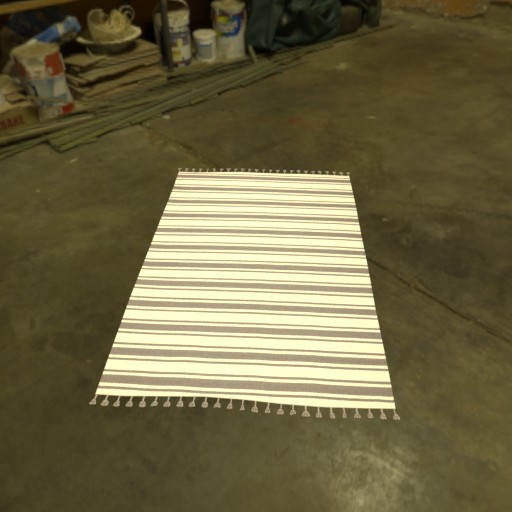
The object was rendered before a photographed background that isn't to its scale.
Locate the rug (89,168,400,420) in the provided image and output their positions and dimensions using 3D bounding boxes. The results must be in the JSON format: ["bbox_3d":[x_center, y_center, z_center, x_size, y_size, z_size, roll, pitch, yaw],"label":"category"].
[{"bbox_3d":[0.000,0.000,3.129,1.563,0.014,2.425,2,41,2],"label":"rug"}]
